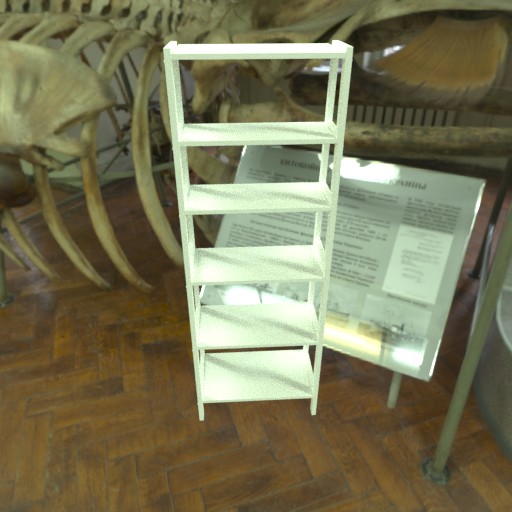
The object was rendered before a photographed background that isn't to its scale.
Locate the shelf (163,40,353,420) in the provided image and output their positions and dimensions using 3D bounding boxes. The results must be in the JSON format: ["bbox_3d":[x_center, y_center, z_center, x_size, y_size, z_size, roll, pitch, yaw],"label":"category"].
[{"bbox_3d":[0.000,0.000,2.167,0.660,1.892,0.381,-2,31,-3],"label":"shelf"}]
